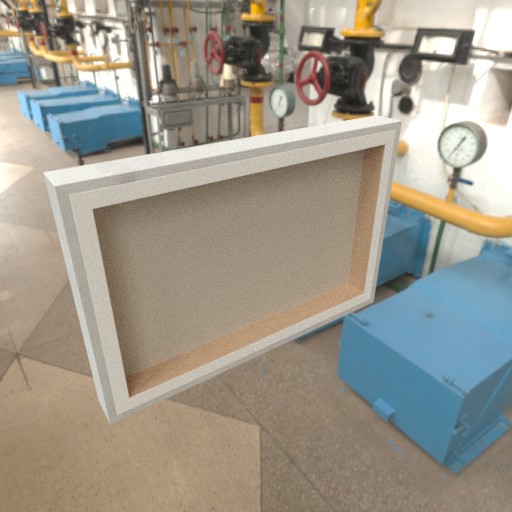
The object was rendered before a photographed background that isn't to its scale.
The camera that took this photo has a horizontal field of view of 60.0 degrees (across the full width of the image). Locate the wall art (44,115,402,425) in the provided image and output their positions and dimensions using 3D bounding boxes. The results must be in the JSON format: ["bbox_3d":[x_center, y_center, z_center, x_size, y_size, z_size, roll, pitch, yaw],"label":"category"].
[{"bbox_3d":[0.000,0.000,0.492,0.381,0.254,0.038,-18,34,-29],"label":"wall art"}]
